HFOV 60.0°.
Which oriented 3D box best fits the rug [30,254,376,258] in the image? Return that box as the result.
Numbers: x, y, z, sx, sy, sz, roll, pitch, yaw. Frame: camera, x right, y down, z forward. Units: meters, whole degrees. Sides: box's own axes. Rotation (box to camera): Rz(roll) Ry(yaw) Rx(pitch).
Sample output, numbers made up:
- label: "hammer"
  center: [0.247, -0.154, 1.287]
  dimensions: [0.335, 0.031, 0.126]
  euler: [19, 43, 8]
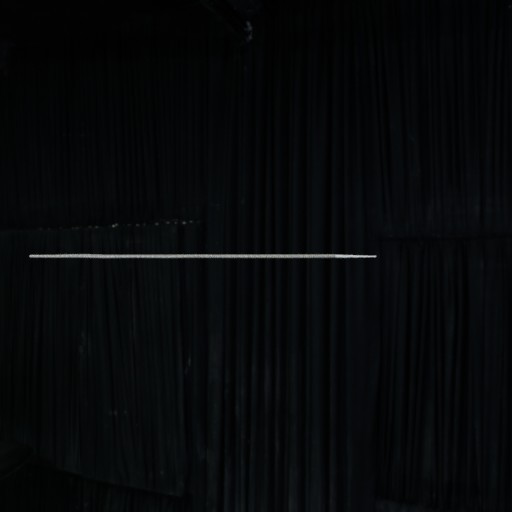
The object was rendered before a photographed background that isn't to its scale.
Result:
- label: "rug"
  center: [0.000, 0.000, 1.067]
  dimensions: [0.511, 0.008, 0.869]
  euler: [0, 0, 18]
